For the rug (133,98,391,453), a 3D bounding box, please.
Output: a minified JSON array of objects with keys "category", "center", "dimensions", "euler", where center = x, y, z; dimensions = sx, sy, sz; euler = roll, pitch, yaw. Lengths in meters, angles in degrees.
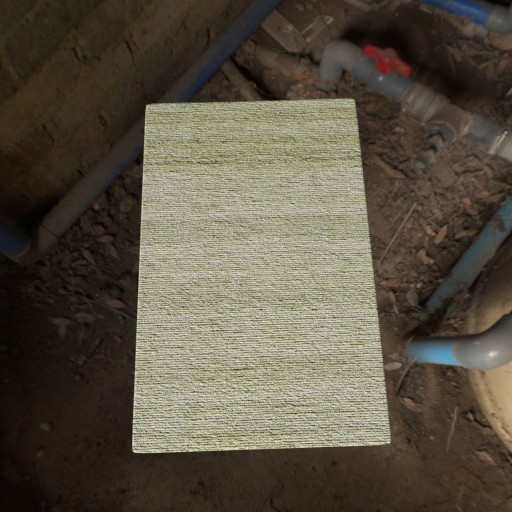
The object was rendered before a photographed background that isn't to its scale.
[{"category":"rug","center":[0.000,0.000,2.182],"dimensions":[1.143,0.010,1.758],"euler":[-2,74,0]}]
